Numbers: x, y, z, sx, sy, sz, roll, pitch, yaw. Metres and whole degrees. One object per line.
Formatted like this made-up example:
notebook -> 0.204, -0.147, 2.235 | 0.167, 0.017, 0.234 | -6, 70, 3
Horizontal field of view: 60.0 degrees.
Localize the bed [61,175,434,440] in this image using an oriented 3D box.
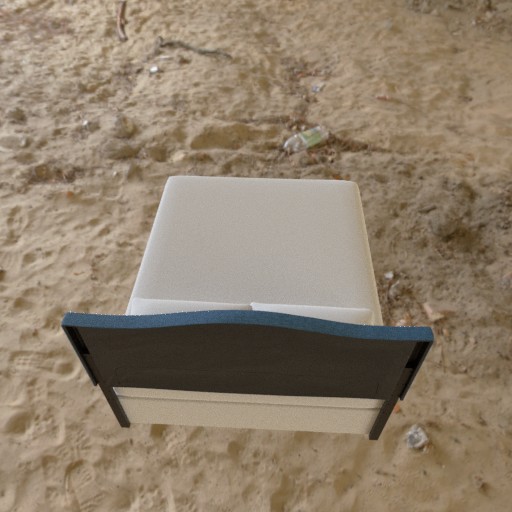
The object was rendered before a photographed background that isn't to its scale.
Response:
bed -> 0.000, 0.000, 2.867 | 1.610, 1.169, 1.872 | 2, 46, 2
